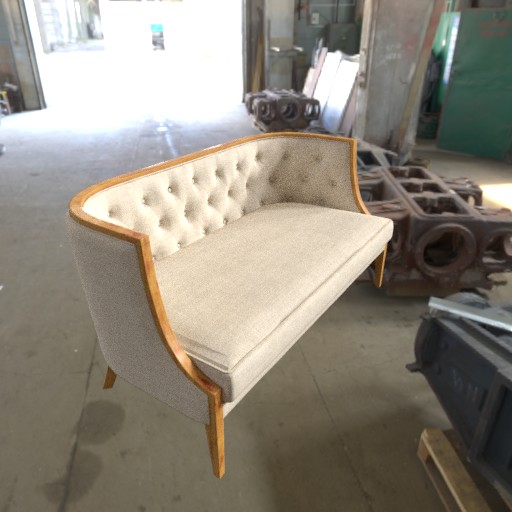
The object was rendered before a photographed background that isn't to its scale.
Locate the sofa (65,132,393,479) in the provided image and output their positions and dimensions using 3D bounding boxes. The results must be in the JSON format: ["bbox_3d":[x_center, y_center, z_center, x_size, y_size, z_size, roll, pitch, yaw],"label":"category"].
[{"bbox_3d":[0.000,0.000,1.927,0.770,0.775,1.474,17,32,30],"label":"sofa"}]
